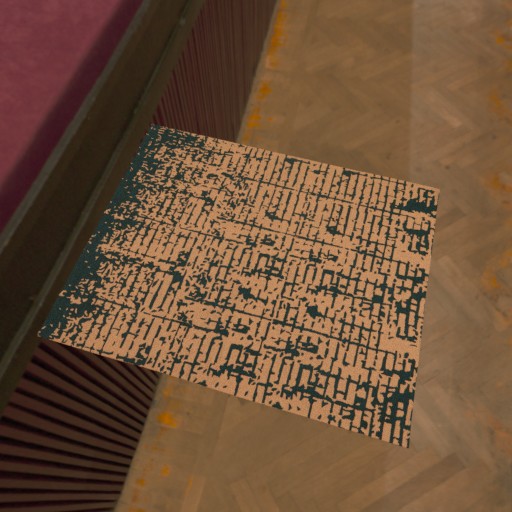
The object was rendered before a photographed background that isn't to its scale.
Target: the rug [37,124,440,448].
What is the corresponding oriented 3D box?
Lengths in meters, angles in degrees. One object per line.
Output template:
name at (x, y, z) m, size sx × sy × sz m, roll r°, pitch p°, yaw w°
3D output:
rug at (0.000, 0.000, 3.959) m, size 3.017 × 0.014 × 2.416 m, roll 14°, pitch 63°, yaw 8°
